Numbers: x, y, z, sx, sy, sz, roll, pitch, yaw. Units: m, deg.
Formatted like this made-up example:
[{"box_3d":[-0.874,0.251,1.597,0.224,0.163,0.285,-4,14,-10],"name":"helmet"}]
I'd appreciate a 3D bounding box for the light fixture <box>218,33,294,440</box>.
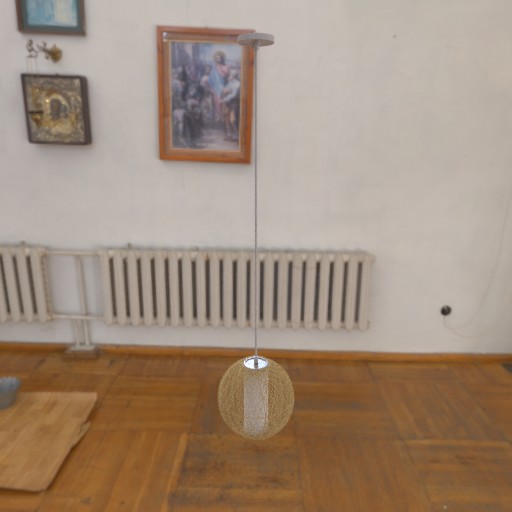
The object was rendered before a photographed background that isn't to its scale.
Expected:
[{"box_3d":[0.000,0.000,2.163,0.406,1.955,0.407,-14,20,-42],"name":"light fixture"}]
